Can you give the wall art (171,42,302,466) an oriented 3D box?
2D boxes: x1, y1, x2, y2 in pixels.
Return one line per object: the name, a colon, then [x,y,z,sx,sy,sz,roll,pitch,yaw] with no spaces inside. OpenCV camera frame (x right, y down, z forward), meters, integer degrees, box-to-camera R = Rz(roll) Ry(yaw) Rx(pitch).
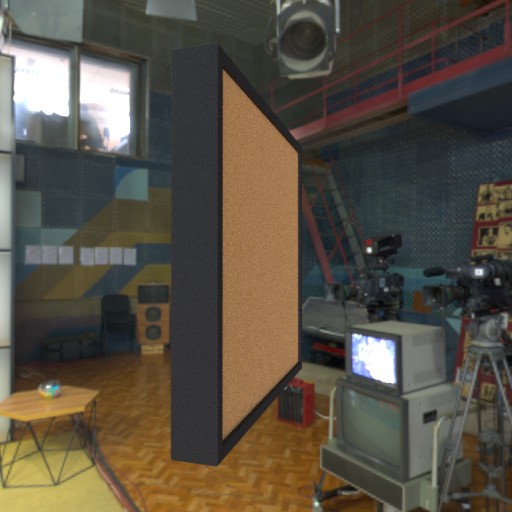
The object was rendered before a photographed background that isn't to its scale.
wall art: [0.000,0.000,0.468,0.037,0.305,0.305,0,-1,17]
